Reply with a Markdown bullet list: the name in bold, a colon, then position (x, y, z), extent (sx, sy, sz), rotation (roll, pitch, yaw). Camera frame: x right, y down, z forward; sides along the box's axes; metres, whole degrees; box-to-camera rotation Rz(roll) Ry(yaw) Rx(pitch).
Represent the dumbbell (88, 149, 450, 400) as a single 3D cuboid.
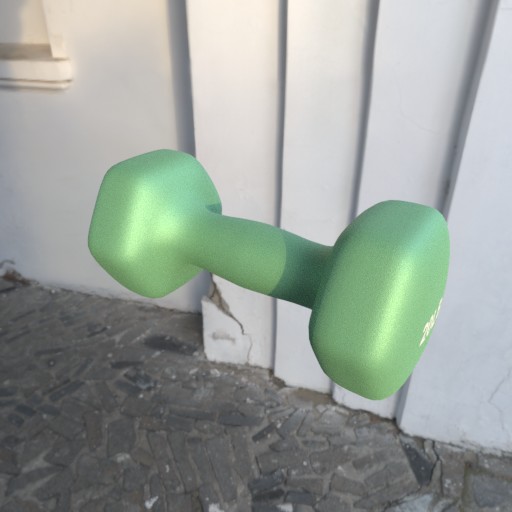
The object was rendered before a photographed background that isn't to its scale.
- **dumbbell**: position (0.000, 0.000, 0.330), extent (0.260, 0.117, 0.129), rotation (19, 35, 30)
